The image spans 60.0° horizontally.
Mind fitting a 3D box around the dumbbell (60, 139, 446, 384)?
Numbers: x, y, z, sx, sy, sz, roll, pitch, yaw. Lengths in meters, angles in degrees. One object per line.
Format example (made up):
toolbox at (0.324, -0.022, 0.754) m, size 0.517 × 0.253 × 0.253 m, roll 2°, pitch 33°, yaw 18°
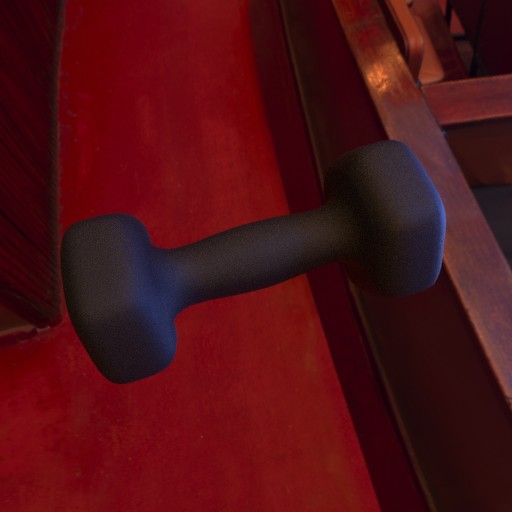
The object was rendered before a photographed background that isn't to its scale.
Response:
dumbbell at (0.000, 0.000, 0.291) m, size 0.231 × 0.101 × 0.112 m, roll -16°, pitch 66°, yaw -7°
